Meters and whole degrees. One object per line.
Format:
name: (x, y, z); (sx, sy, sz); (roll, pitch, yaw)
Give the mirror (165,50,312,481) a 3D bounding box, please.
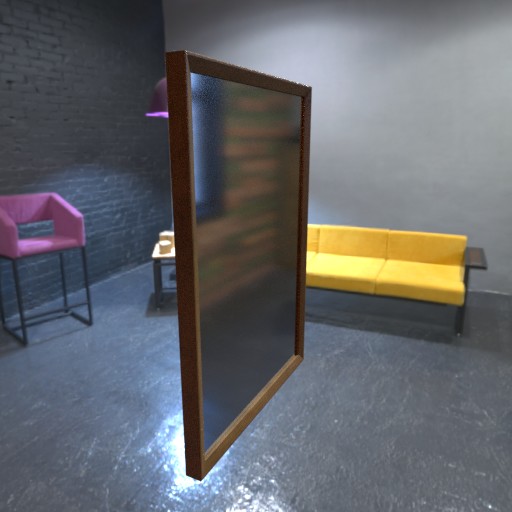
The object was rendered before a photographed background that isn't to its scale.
mirror: (0.000, 0.000, 0.927); (0.039, 0.711, 0.508); (7, 17, 26)
